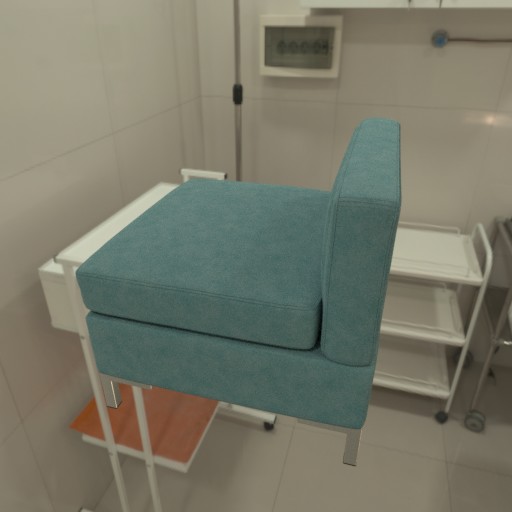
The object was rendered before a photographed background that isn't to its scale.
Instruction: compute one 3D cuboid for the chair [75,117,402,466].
[{"bbox_3d":[0.000,0.000,1.212,0.685,0.660,0.684,8,30,14],"label":"chair"}]
